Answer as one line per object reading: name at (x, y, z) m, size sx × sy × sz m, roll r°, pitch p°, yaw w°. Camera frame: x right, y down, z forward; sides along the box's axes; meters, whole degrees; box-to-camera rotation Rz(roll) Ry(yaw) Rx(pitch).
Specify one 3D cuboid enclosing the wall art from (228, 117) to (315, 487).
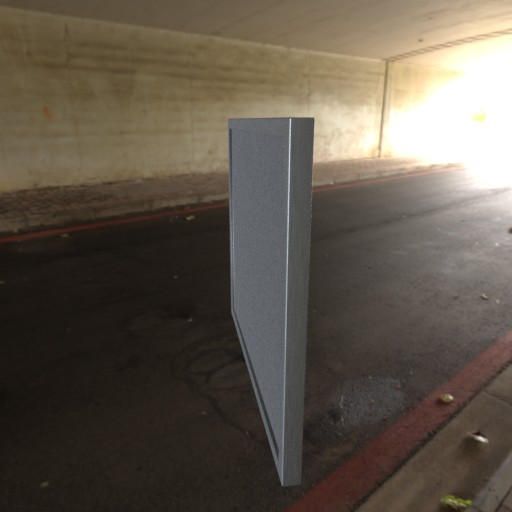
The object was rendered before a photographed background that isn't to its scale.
wall art at (0.000, 0.000, 0.770) m, size 0.028 × 0.457 × 0.556 m, roll -3°, pitch 17°, yaw -9°
